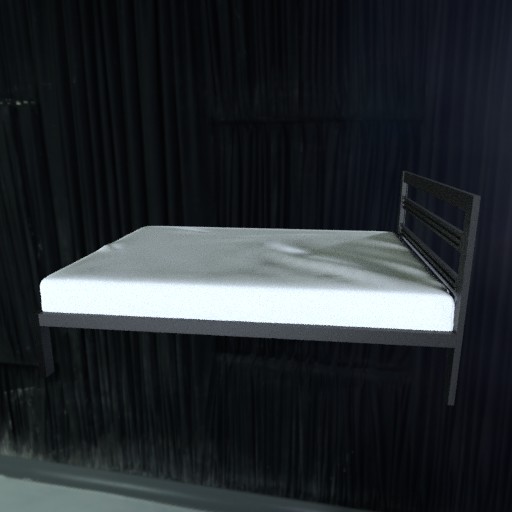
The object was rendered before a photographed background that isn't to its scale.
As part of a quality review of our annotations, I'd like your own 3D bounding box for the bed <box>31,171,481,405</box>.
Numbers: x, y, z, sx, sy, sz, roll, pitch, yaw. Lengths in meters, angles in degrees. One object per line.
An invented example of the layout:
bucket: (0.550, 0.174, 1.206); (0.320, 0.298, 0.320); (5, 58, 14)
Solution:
bed: (0.000, 0.000, 2.781); (2.062, 0.967, 1.524); (2, 15, 7)
